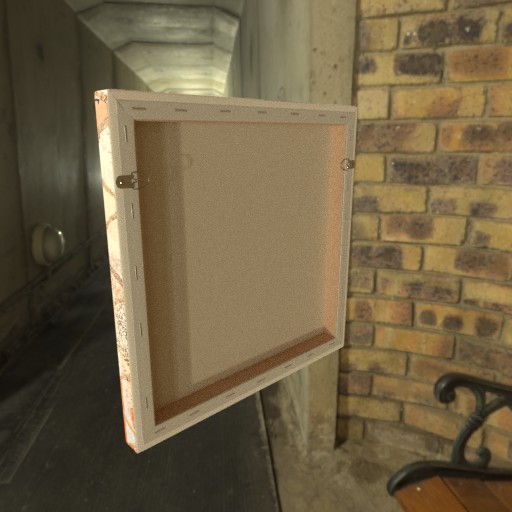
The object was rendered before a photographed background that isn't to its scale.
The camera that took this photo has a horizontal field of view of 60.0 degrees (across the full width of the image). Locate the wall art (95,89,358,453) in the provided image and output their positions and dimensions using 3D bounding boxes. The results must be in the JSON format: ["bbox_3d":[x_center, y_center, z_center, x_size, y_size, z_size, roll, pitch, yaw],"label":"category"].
[{"bbox_3d":[0.000,0.000,0.763,0.507,0.508,0.038,-14,21,-41],"label":"wall art"}]
